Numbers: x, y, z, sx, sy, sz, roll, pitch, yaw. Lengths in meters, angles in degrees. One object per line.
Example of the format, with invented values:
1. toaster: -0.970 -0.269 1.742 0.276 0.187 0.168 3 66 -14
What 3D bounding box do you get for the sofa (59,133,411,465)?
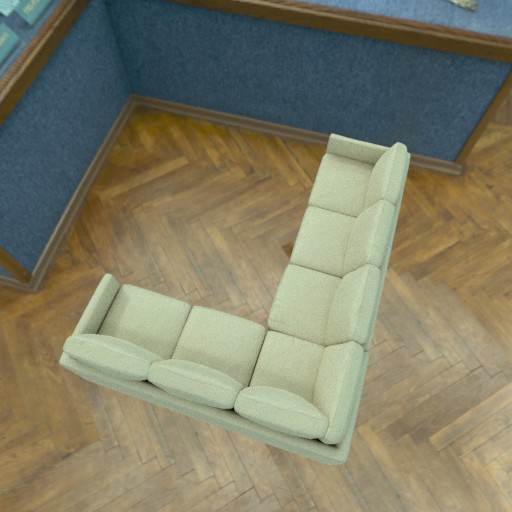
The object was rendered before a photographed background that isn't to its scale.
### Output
1. sofa: 0.000 0.000 4.562 2.593 0.947 3.302 16 64 8
